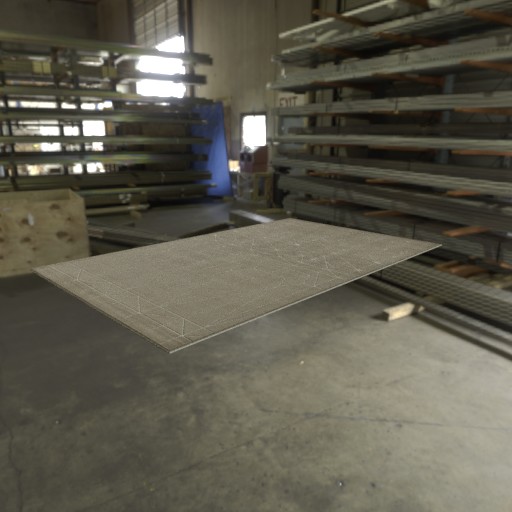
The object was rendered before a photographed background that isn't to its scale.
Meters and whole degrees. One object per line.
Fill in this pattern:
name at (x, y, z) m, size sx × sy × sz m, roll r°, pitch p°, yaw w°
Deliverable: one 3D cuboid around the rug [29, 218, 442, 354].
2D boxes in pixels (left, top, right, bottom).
rug at (0.000, 0.000, 3.044) m, size 2.438 × 0.012 × 1.524 m, roll -15°, pitch 21°, yaw -43°
